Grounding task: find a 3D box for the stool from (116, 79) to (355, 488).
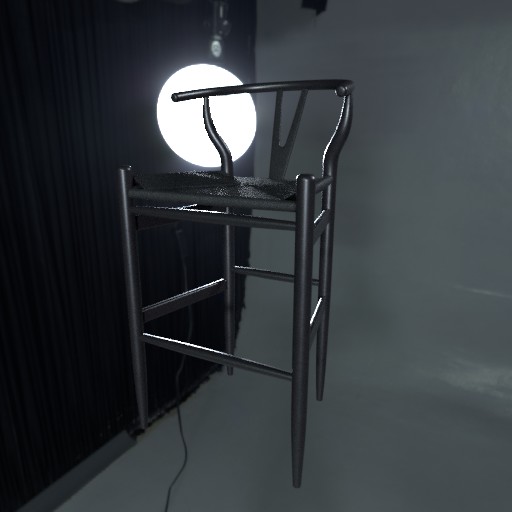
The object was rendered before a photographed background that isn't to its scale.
[{"bbox_3d":[0.000,0.000,1.385,0.569,1.072,0.579,8,18,26],"label":"stool"}]
